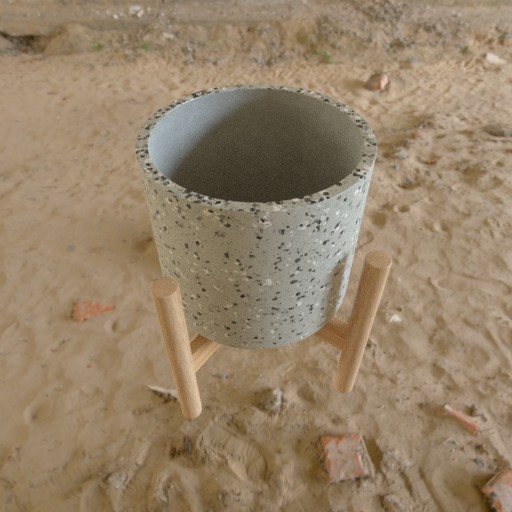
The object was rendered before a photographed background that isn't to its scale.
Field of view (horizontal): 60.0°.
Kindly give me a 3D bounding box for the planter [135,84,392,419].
[{"bbox_3d":[0.000,0.000,0.528,0.284,0.320,0.284,-24,50,-22],"label":"planter"}]
